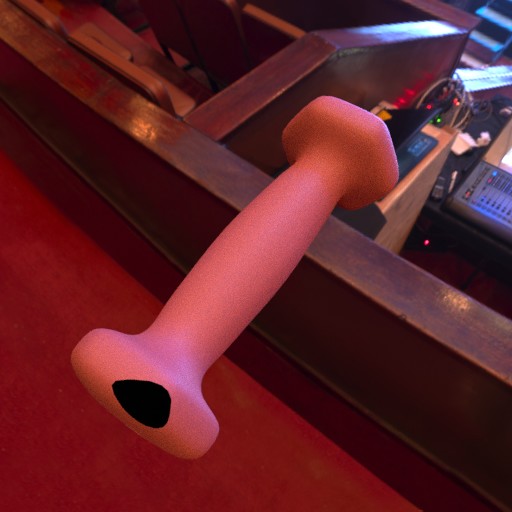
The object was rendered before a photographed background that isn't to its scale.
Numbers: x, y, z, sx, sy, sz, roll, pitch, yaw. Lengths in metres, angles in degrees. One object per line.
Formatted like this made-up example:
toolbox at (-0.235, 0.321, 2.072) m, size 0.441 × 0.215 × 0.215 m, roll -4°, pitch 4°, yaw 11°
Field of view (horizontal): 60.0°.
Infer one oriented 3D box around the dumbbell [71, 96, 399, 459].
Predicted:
dumbbell at (0.000, 0.000, 0.142) m, size 0.047 × 0.043 × 0.123 m, roll 31°, pitch 64°, yaw 17°
